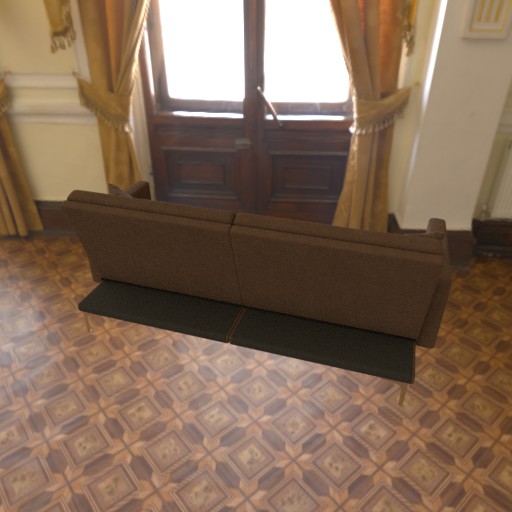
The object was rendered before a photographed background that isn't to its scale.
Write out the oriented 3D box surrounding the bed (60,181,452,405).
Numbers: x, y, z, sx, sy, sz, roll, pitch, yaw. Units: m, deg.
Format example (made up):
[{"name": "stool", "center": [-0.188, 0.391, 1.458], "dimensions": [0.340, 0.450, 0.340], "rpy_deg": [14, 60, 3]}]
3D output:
[{"name": "bed", "center": [0.000, 0.000, 2.388], "dimensions": [1.905, 0.787, 0.889], "rpy_deg": [9, 33, 15]}]
